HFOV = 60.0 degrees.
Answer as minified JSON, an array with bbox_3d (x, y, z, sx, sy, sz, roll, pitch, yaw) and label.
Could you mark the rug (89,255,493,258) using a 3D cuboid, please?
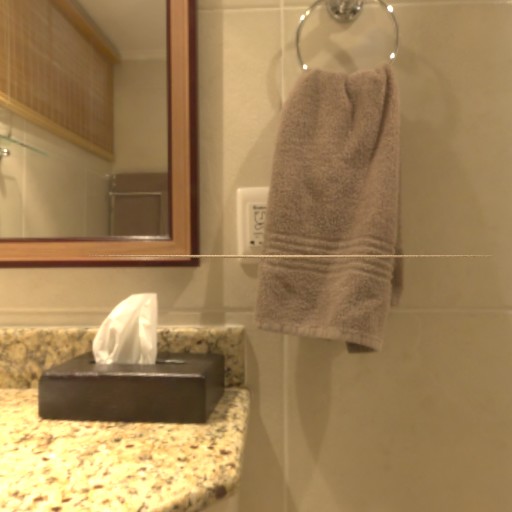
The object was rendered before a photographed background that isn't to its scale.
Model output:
[{"bbox_3d":[0.000,0.000,2.330,1.234,0.006,1.850,0,0,-35],"label":"rug"}]
